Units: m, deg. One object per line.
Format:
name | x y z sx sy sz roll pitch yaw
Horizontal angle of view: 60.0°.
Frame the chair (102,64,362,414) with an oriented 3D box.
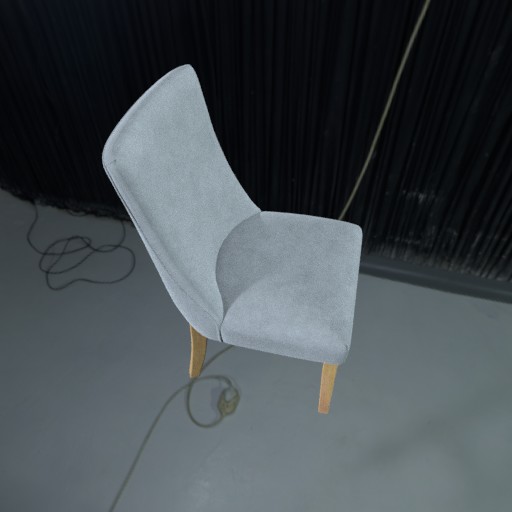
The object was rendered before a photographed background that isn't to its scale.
chair | 0.000 0.000 1.310 0.610 0.902 0.495 10 47 9
